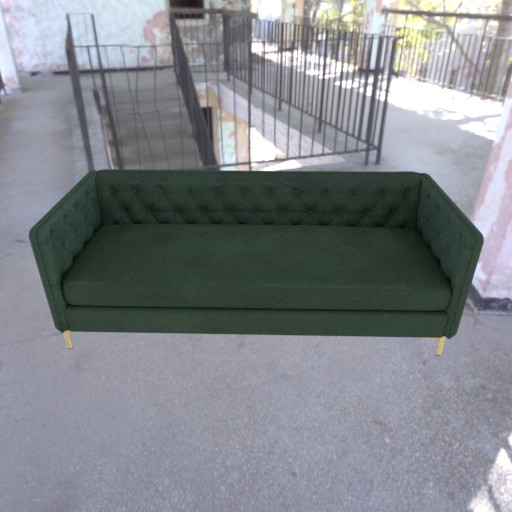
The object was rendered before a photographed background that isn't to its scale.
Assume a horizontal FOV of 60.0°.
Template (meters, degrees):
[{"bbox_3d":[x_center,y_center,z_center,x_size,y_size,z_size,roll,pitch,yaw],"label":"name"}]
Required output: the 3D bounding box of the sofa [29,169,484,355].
[{"bbox_3d":[0.000,0.000,2.639,2.209,0.771,0.895,1,30,1],"label":"sofa"}]
